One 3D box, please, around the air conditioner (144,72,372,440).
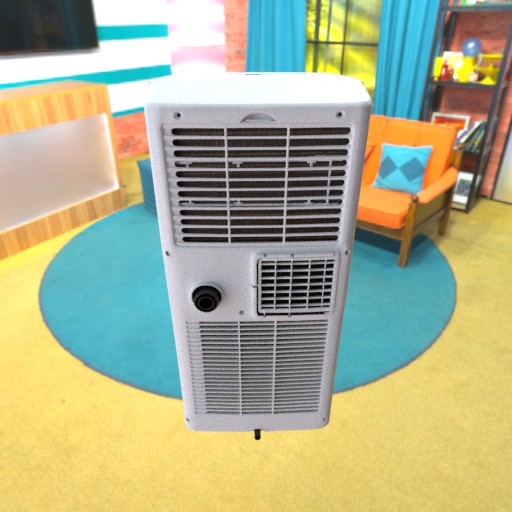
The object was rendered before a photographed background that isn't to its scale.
[{"bbox_3d":[0.000,0.000,0.801,0.304,0.606,0.349,-1,29,-1],"label":"air conditioner"}]
